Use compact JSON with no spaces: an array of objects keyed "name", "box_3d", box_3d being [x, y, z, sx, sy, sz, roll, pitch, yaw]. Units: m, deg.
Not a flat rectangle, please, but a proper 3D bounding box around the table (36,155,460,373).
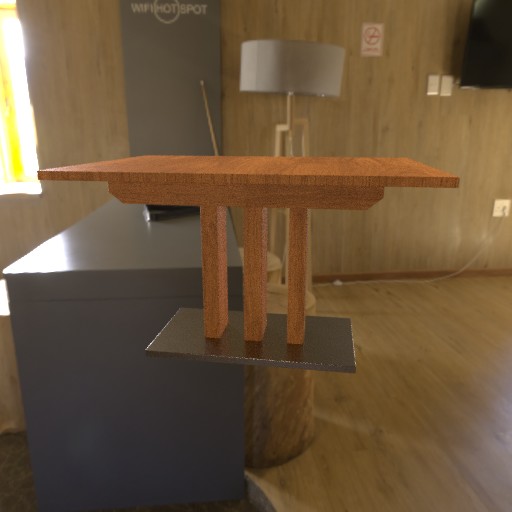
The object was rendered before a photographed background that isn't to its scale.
[{"name":"table","box_3d":[0.000,0.000,1.871,1.300,0.770,0.900,3,16,9]}]
